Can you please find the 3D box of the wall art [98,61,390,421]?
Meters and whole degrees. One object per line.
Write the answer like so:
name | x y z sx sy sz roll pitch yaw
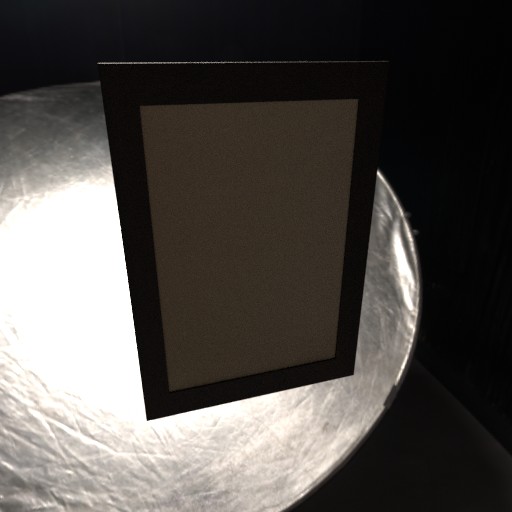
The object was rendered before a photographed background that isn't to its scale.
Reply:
wall art | 0.000 0.000 0.634 0.359 0.508 0.013 -8 26 -16
